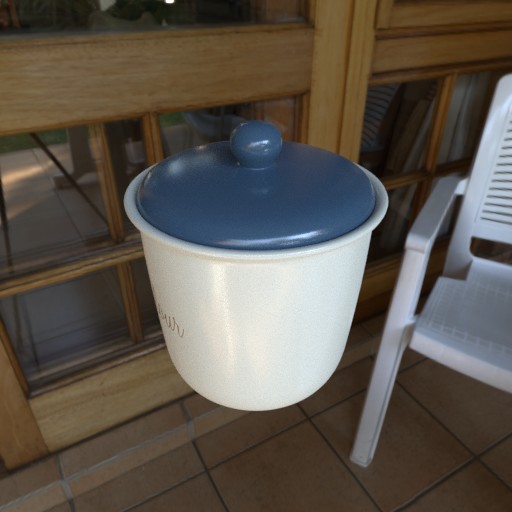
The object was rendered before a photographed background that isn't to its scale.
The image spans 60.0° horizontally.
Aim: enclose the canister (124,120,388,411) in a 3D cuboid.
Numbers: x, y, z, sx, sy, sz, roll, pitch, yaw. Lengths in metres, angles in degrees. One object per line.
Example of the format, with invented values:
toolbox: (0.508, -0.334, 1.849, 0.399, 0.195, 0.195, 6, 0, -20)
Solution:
canister: (0.000, 0.000, 0.345, 0.182, 0.208, 0.182, 0, 33, 0)
